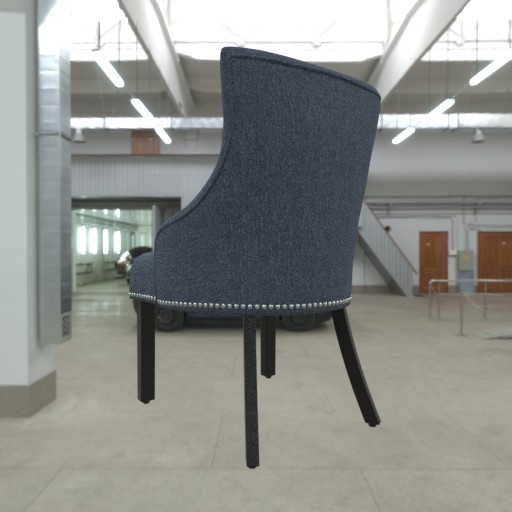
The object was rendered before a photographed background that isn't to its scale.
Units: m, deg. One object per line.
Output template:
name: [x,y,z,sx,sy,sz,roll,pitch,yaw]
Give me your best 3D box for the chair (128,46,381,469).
chair: [0.000,0.000,1.285,0.566,0.909,0.629,-1,1,-35]
